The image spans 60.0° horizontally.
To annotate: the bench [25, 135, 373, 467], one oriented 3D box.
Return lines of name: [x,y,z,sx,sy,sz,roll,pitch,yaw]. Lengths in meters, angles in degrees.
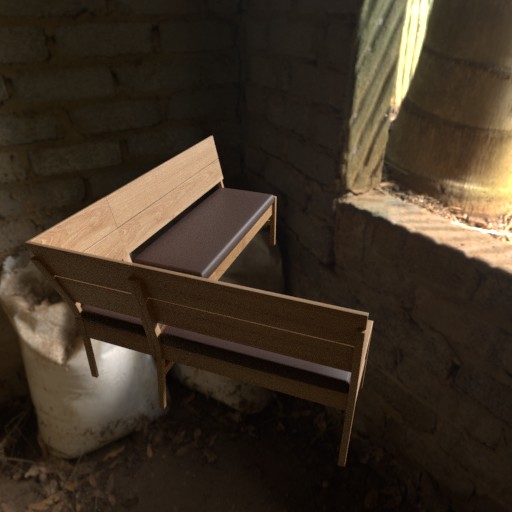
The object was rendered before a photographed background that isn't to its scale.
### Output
bench: [0.000,0.000,2.792,1.549,0.890,1.975,10,32,17]
